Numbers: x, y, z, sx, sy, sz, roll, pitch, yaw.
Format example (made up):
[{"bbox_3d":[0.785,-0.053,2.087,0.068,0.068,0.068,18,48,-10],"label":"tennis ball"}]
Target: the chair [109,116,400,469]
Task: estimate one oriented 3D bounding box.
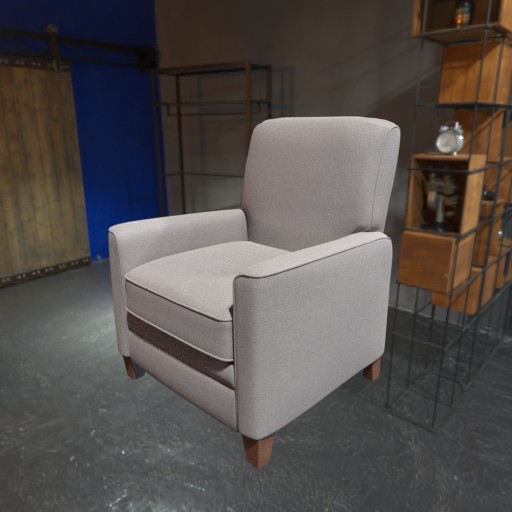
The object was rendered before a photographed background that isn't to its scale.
[{"bbox_3d":[0.000,0.000,1.696,0.845,1.023,0.859,15,22,42],"label":"chair"}]
